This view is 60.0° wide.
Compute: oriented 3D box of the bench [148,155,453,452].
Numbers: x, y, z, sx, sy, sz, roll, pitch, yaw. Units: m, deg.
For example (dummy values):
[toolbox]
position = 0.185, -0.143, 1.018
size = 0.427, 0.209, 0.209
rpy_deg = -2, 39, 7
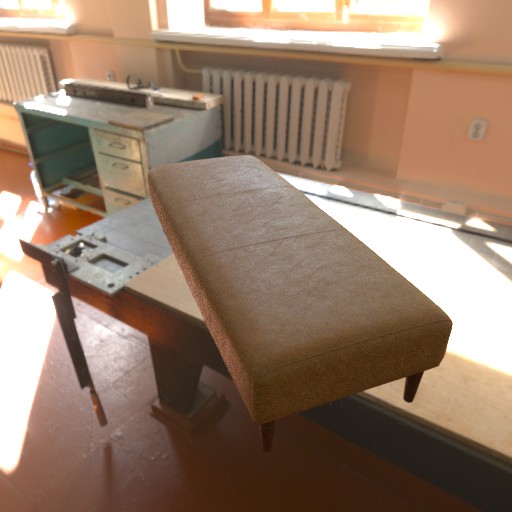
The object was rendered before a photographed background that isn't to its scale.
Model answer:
[bench]
position = 0.000, 0.000, 1.889
size = 0.653, 0.399, 1.610
rpy_deg = -11, 32, -18
